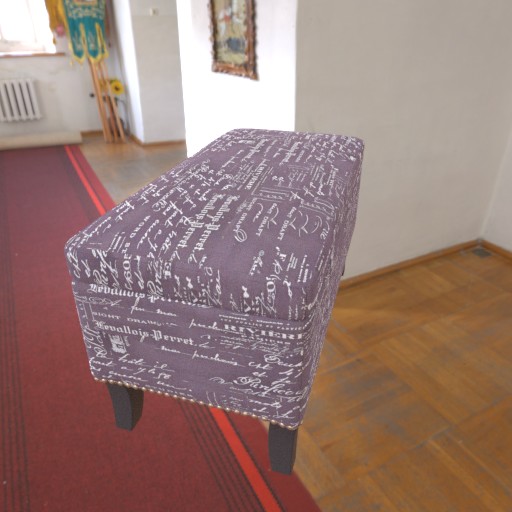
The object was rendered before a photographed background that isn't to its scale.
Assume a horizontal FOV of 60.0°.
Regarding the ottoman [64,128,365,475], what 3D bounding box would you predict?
[{"bbox_3d":[0.000,0.000,1.068,0.406,0.457,0.813,9,31,15],"label":"ottoman"}]
